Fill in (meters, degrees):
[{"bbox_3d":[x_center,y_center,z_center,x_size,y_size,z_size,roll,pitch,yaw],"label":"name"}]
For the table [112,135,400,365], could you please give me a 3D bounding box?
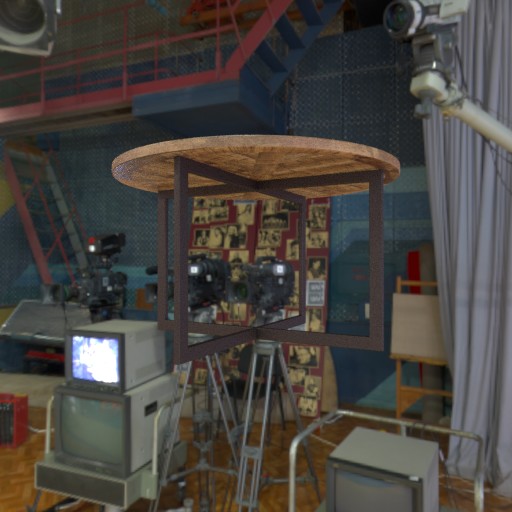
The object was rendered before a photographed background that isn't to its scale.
[{"bbox_3d":[0.000,0.000,2.041,1.264,0.762,1.264,0,-1,0],"label":"table"}]
